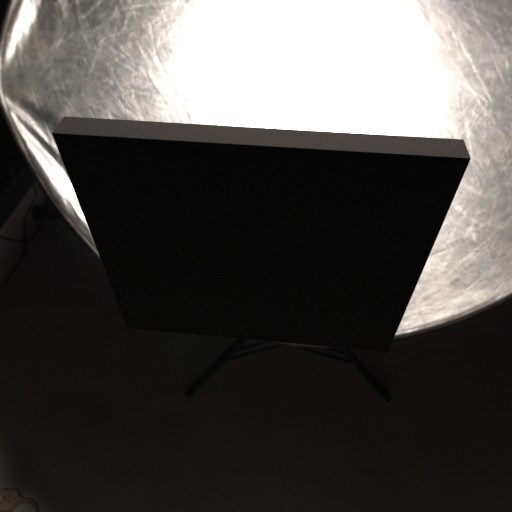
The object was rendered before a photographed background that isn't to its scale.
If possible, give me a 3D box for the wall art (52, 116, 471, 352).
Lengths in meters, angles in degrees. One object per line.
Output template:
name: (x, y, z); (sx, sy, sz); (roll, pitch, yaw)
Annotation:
wall art: (0.000, 0.000, 0.533); (0.381, 0.330, 0.031); (4, 48, 4)
